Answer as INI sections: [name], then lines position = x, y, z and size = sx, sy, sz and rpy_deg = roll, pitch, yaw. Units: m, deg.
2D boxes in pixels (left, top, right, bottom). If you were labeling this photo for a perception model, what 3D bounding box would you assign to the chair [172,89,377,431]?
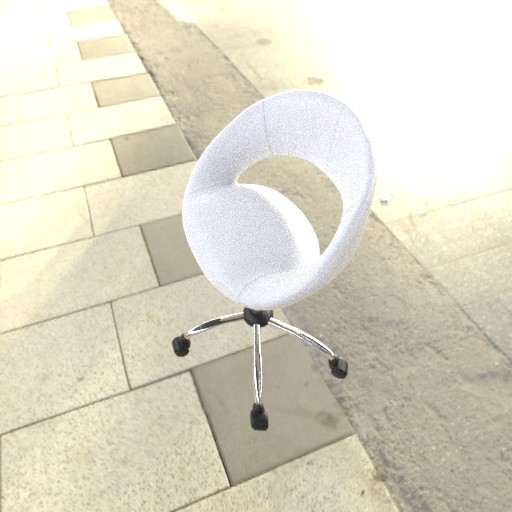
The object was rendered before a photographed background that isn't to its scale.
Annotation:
[chair]
position = 0.000, 0.000, 1.209
size = 0.538, 0.791, 0.612
rpy_deg = -18, 48, -17
